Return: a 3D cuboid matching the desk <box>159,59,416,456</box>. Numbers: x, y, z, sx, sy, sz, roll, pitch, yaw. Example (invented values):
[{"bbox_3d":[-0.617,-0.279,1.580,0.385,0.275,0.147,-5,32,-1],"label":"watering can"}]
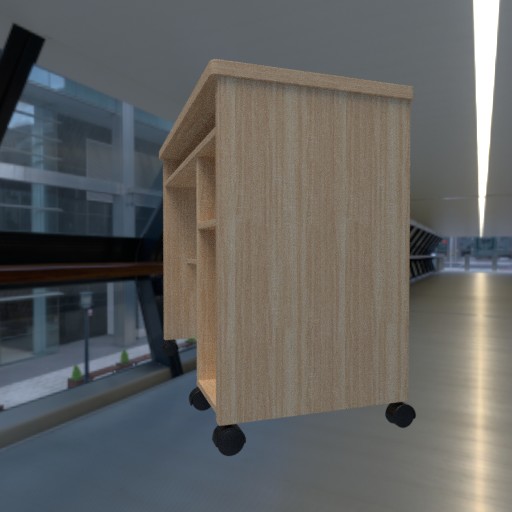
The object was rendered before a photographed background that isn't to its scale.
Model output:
[{"bbox_3d":[0.000,0.000,1.344,0.480,0.770,0.884,0,1,-19],"label":"desk"}]
